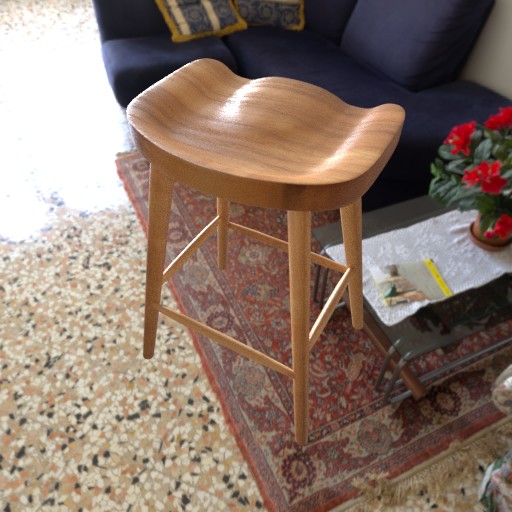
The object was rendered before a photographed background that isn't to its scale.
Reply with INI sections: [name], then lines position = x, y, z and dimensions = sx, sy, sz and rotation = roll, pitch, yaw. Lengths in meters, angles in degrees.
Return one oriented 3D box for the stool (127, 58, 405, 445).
[stool]
position = 0.000, 0.000, 0.891
dimensions = 0.440, 0.615, 0.361
rotation = 22, 50, 20
